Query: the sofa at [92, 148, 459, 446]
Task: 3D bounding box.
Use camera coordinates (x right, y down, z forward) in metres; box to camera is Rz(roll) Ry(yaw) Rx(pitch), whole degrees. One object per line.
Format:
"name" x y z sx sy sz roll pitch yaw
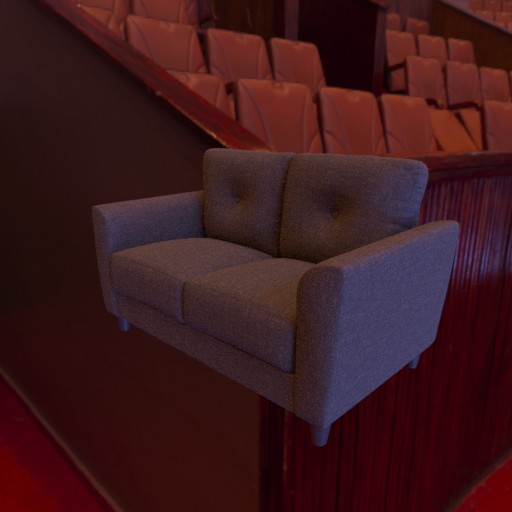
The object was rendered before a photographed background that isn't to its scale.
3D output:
"sofa" 0.000 0.000 1.970 1.423 0.885 0.851 15 22 42
